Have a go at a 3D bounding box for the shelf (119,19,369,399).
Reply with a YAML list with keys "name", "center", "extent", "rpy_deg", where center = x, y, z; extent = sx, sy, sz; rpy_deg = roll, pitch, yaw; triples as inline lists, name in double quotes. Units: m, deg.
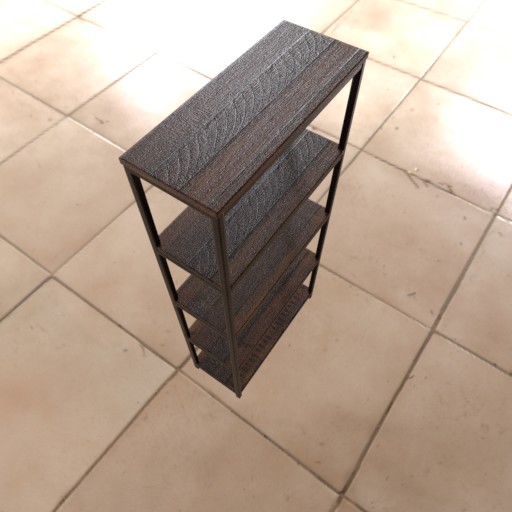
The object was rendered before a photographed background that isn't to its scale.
- name: "shelf"
  center: [0.000, 0.000, 2.200]
  extent: [0.359, 1.860, 0.874]
  rpy_deg: [30, 62, 18]
